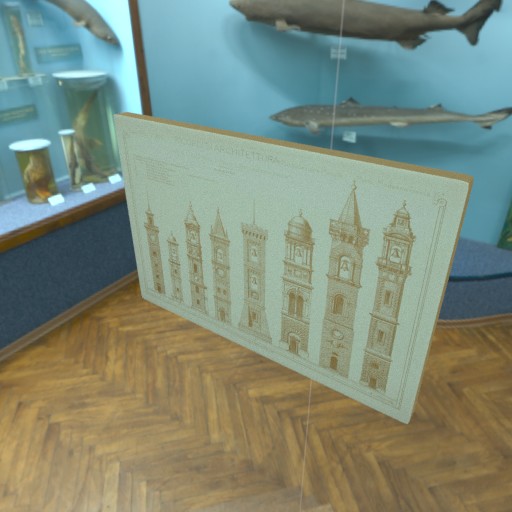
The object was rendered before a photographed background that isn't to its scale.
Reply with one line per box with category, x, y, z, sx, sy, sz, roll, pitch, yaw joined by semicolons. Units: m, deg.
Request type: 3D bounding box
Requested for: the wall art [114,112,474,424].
wall art;0.000;0.000;0.476;0.380;0.254;0.019;19;35;30
